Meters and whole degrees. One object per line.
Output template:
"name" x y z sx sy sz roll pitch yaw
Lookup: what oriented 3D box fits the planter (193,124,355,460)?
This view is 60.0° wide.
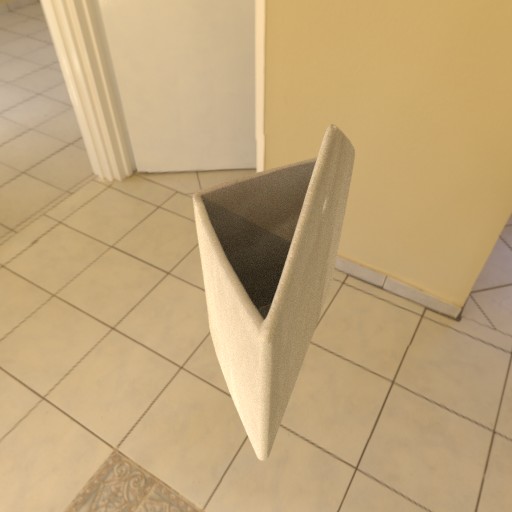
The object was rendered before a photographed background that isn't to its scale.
"planter" 0.000 0.000 0.277 0.080 0.194 0.163 16 48 15
